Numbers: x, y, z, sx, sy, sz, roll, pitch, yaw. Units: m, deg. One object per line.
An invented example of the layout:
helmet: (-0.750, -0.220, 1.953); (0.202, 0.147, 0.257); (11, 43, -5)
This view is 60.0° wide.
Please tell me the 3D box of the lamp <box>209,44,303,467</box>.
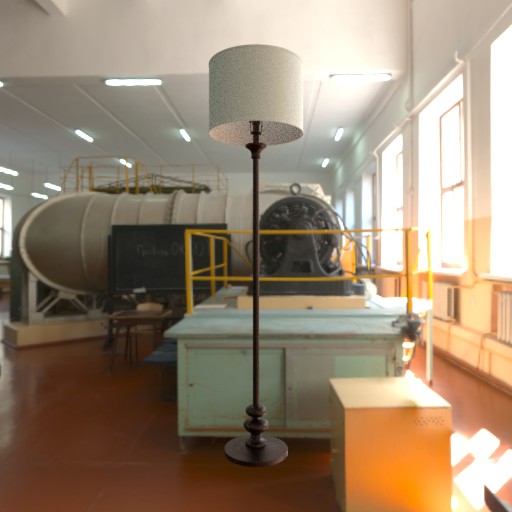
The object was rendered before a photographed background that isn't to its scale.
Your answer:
lamp: (0.000, 0.000, 1.680); (0.356, 1.487, 0.356); (0, 0, 37)
